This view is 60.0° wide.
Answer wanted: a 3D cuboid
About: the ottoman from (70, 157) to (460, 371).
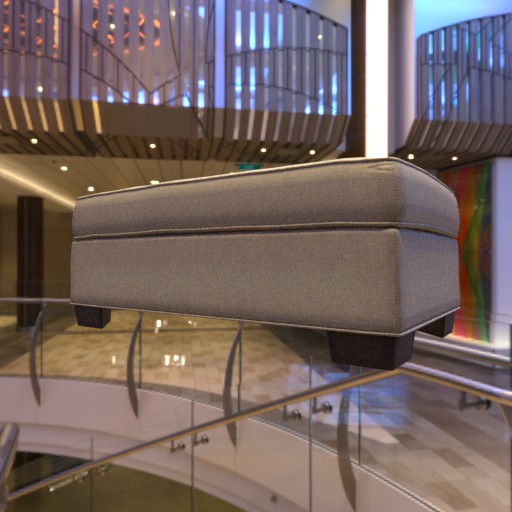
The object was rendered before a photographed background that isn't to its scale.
[{"bbox_3d":[0.000,0.000,1.407,1.097,0.461,0.617,0,0,35],"label":"ottoman"}]
